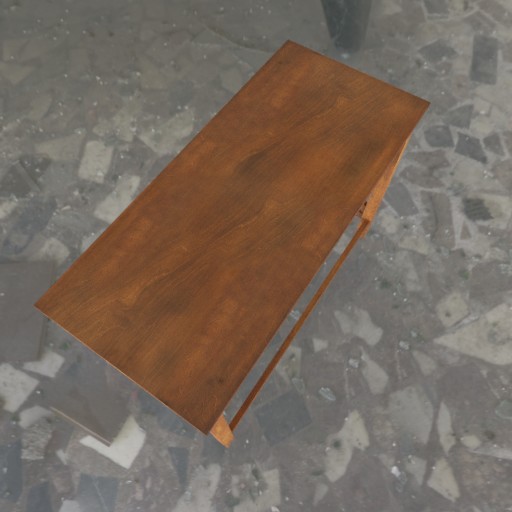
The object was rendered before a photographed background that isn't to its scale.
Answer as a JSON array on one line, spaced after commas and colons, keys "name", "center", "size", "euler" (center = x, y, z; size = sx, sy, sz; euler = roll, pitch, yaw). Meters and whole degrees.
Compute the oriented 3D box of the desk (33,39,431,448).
[{"name": "desk", "center": [0.000, 0.000, 1.518], "size": [0.508, 0.762, 1.117], "euler": [31, 67, 15]}]
